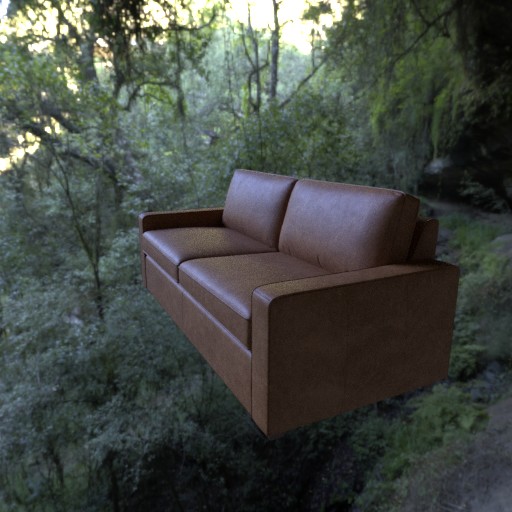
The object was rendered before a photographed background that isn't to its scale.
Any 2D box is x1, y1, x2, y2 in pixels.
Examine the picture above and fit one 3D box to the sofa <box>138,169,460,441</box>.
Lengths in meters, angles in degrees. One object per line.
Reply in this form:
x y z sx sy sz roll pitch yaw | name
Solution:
0.000 0.000 2.687 0.991 0.928 2.156 -7 16 -26 | sofa
